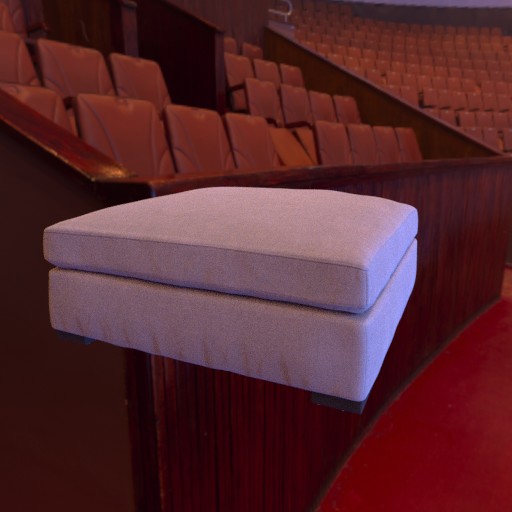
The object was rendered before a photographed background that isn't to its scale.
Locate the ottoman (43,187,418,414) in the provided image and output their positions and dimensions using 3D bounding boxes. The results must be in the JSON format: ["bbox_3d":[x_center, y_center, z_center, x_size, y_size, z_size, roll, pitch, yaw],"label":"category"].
[{"bbox_3d":[0.000,0.000,1.855,1.203,0.517,1.171,7,16,24],"label":"ottoman"}]
